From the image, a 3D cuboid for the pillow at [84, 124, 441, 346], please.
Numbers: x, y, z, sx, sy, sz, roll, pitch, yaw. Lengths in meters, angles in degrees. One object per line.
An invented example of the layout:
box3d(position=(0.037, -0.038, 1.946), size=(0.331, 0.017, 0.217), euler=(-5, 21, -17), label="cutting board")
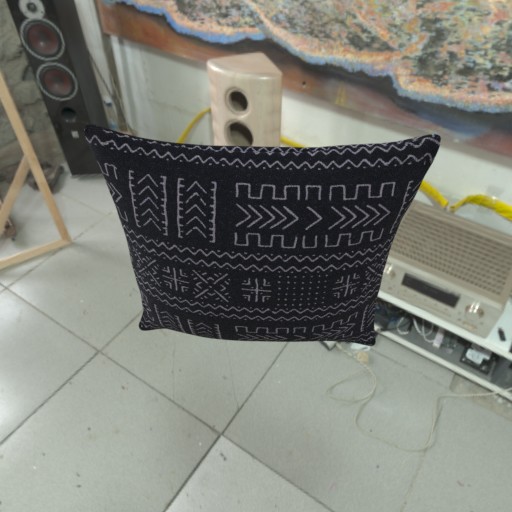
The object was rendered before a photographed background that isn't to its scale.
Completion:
box3d(position=(0.000, 0.000, 0.678), size=(0.438, 0.430, 0.164), euler=(3, 45, 3), label="pillow")
